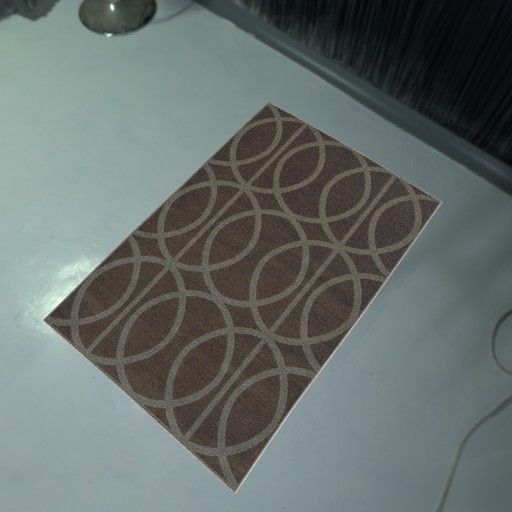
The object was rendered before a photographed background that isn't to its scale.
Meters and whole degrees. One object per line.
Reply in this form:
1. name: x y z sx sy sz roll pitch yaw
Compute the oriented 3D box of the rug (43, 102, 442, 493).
1. rug: 0.000 0.000 2.894 1.526 0.014 2.290 35 69 16
